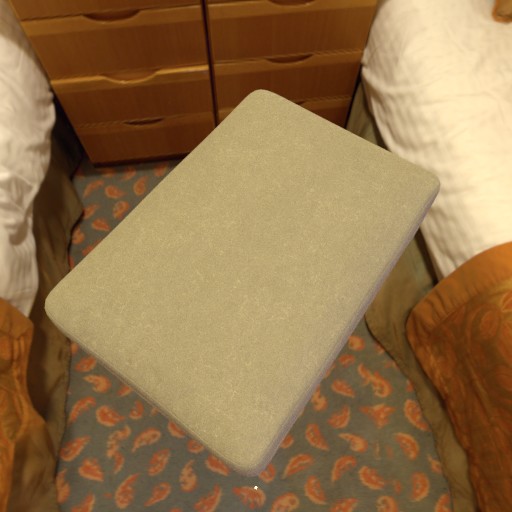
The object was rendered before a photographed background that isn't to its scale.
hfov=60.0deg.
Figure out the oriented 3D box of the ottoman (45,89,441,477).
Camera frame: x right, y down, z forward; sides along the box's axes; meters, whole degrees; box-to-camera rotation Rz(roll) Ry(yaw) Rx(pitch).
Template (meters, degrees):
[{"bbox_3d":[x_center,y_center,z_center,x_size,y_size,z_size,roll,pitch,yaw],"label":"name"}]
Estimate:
[{"bbox_3d":[0.000,0.000,1.578,0.840,0.429,1.199,32,67,16],"label":"ottoman"}]
